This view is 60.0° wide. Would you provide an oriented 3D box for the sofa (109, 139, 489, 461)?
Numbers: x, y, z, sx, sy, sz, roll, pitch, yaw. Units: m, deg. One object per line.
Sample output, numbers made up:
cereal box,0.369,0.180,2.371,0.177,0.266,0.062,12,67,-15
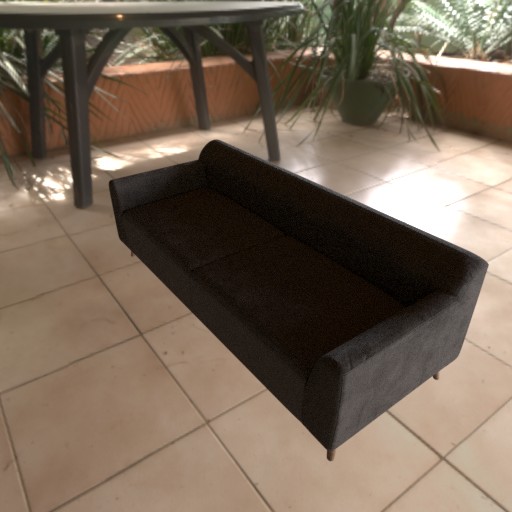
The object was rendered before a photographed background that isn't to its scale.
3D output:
sofa,0.000,0.000,2.600,0.900,0.740,2.190,-21,38,-31
